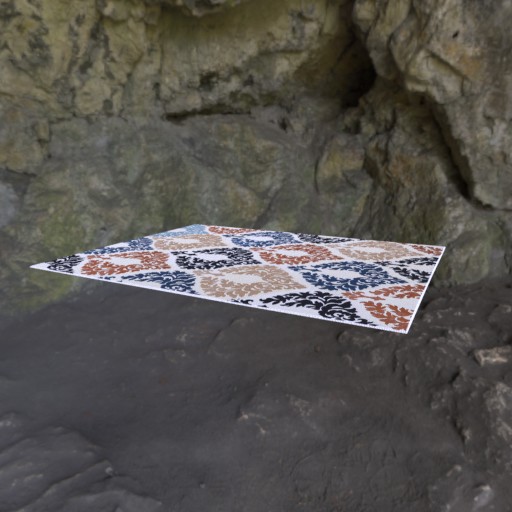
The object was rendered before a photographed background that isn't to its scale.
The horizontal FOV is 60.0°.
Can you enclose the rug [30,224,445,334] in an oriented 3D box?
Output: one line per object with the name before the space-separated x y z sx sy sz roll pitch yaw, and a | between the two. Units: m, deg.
rug | 0.000 0.000 4.080 3.040 0.014 2.423 7 15 26
